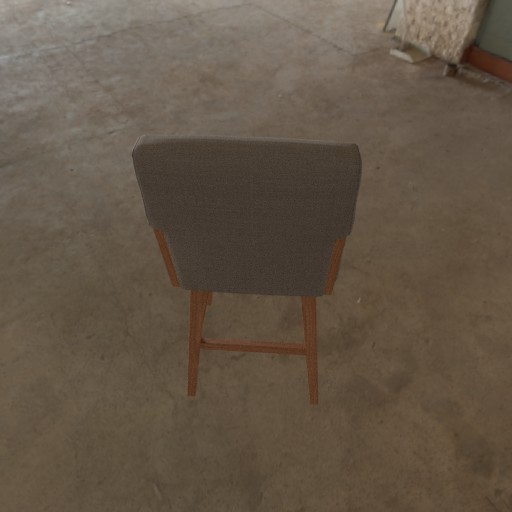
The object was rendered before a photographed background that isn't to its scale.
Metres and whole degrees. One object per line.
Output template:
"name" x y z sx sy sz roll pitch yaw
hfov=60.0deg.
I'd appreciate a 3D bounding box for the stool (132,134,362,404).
"stool" 0.000 0.000 1.363 0.483 1.112 0.570 3 46 3
